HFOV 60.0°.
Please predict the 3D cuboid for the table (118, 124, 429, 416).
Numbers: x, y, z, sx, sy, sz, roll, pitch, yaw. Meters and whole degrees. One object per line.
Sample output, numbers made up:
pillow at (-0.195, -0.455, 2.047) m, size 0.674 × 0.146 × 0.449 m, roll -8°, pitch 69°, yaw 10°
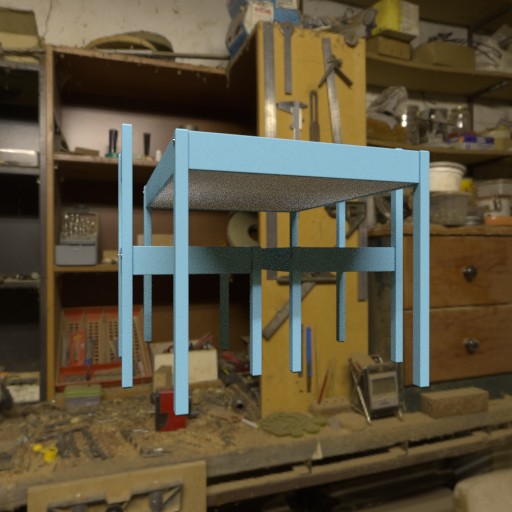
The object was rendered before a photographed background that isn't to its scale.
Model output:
table at (0.000, 0.000, 1.073) m, size 0.633 × 0.503 × 0.639 m, roll 0°, pitch 0°, yaw -19°
